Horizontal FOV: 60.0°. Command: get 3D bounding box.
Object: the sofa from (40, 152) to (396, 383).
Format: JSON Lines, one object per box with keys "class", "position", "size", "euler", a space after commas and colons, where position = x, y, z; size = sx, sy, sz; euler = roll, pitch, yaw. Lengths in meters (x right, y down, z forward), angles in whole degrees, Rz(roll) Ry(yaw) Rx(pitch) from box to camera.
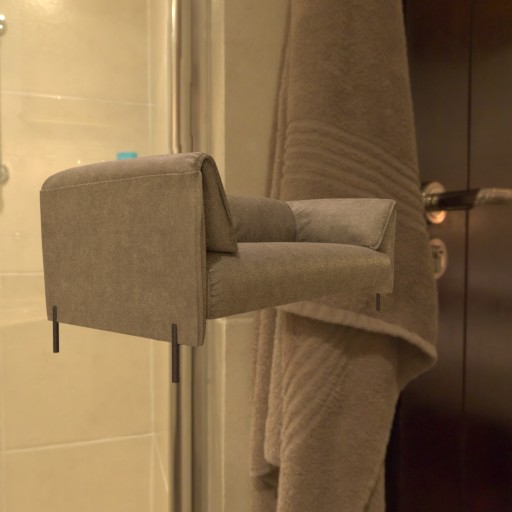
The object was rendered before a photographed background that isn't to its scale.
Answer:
{"class": "sofa", "position": [0.000, 0.000, 2.322], "size": [0.905, 0.747, 1.878], "euler": [1, 2, 35]}
